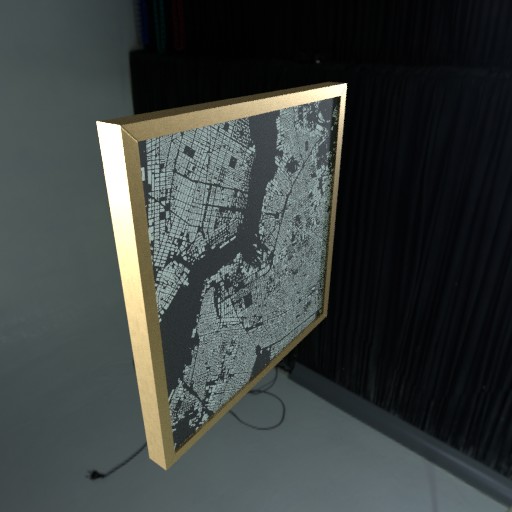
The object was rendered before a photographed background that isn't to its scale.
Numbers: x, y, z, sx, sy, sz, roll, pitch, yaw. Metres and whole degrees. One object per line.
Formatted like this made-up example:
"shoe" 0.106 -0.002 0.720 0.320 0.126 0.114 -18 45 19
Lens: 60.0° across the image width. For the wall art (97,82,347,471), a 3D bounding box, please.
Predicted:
"wall art" 0.000 0.000 1.889 0.095 1.284 1.284 18 32 32
